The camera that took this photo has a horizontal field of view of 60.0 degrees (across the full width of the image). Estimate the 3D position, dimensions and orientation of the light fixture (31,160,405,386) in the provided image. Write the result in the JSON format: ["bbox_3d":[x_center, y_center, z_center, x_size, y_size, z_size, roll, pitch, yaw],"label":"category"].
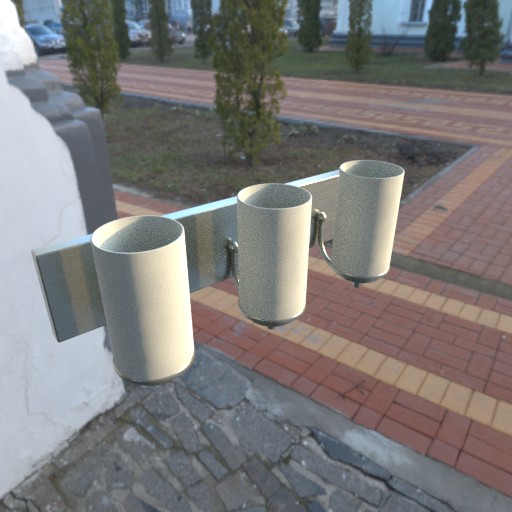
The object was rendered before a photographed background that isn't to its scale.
[{"bbox_3d":[0.000,0.000,0.532,0.451,0.172,0.145,-20,34,-33],"label":"light fixture"}]
